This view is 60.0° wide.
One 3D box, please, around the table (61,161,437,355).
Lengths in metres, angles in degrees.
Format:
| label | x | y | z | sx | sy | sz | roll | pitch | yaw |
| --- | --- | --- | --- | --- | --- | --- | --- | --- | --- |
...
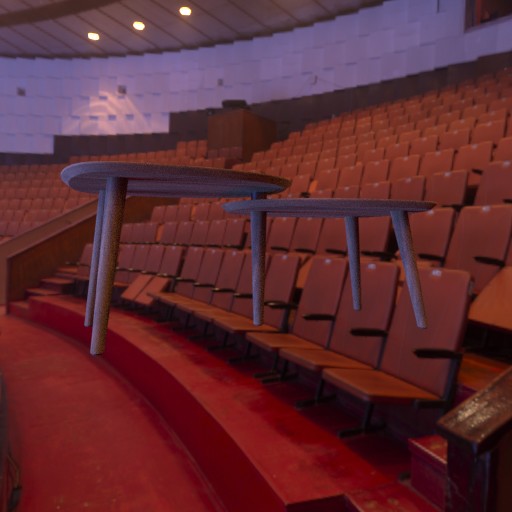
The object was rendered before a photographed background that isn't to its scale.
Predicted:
| label | x | y | z | sx | sy | sz | roll | pitch | yaw |
| --- | --- | --- | --- | --- | --- | --- | --- | --- | --- |
| table | 0.000 | 0.000 | 1.347 | 1.084 | 0.429 | 0.527 | -1 | 2 | -20 |
